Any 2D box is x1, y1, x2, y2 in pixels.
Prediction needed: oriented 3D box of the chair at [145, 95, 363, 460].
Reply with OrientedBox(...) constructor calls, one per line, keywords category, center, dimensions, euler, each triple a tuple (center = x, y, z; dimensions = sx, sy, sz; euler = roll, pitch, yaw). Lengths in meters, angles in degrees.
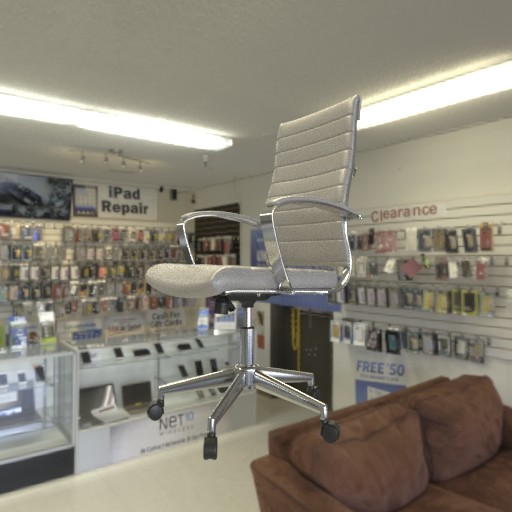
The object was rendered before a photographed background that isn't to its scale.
OrientedBox(category="chair", center=(0.000, 0.000, 1.582), dimensions=(0.667, 1.149, 0.679), euler=(0, 0, -36))
